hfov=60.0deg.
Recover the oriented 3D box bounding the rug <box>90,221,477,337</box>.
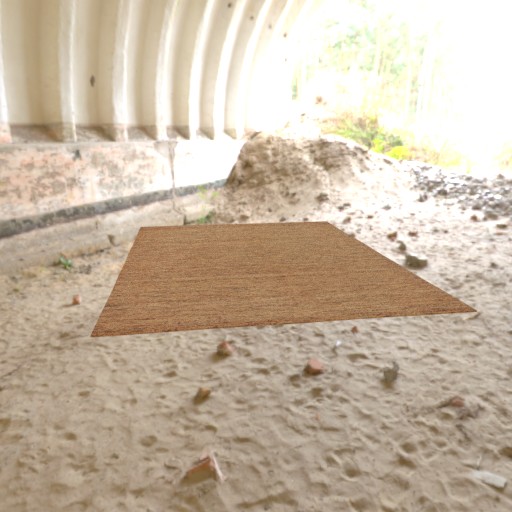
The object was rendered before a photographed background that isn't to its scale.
[{"bbox_3d":[0.000,0.000,4.253,2.438,0.012,3.200,-2,15,-9],"label":"rug"}]
